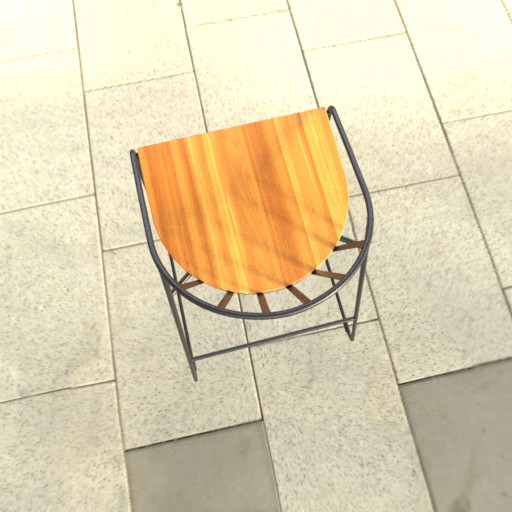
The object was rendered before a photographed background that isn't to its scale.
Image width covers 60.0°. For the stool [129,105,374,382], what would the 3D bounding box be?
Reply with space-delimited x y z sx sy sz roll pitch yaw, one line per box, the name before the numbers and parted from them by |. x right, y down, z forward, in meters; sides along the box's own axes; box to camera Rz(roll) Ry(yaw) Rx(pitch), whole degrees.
stool | 0.000 0.000 1.166 0.546 0.812 0.521 -14 74 -4
